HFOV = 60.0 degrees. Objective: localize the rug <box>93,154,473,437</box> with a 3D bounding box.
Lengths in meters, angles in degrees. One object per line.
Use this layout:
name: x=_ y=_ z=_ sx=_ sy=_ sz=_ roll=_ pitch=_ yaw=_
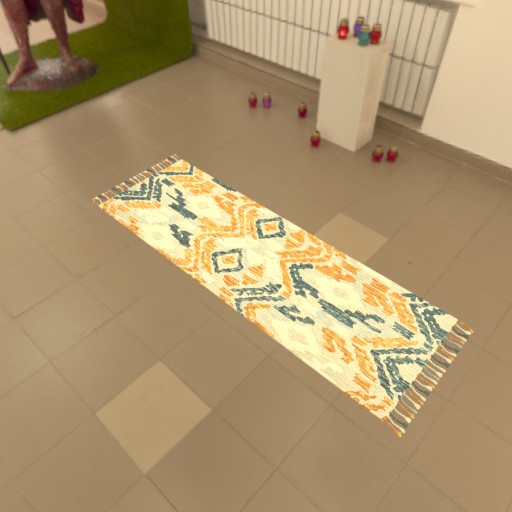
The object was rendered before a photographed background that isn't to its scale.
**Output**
rug: x=0.000 y=0.000 z=2.713 sx=2.437 sy=0.010 sz=0.783 roll=33 pitch=55 yaw=28
